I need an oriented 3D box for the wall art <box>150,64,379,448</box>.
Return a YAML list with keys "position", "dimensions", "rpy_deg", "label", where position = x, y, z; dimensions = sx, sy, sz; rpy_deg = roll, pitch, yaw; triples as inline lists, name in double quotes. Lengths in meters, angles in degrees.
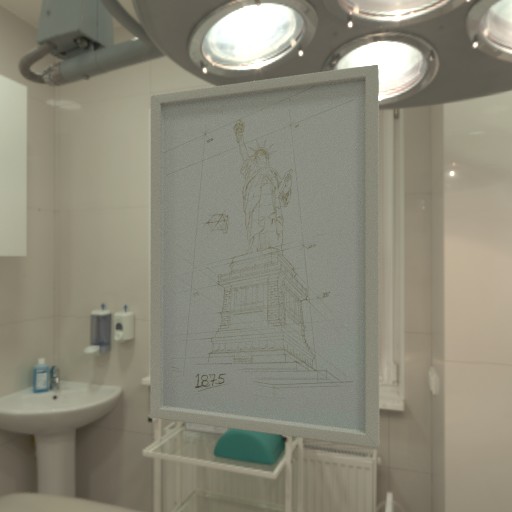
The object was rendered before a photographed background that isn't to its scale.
- position: [0.000, 0.000, 1.511]
  dimensions: [0.808, 1.183, 0.038]
  rpy_deg: [0, 0, 19]
  label: "wall art"
